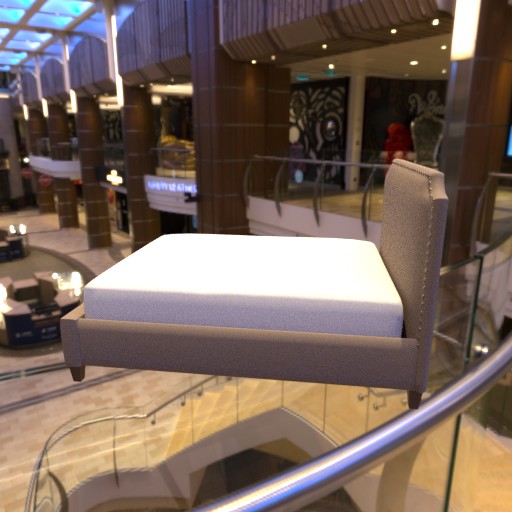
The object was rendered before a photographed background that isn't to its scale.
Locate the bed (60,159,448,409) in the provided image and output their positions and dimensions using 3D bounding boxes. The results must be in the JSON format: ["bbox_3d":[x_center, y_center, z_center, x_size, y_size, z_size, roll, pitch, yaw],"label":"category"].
[{"bbox_3d":[0.000,0.000,3.476,2.372,1.443,1.713,2,15,8],"label":"bed"}]
